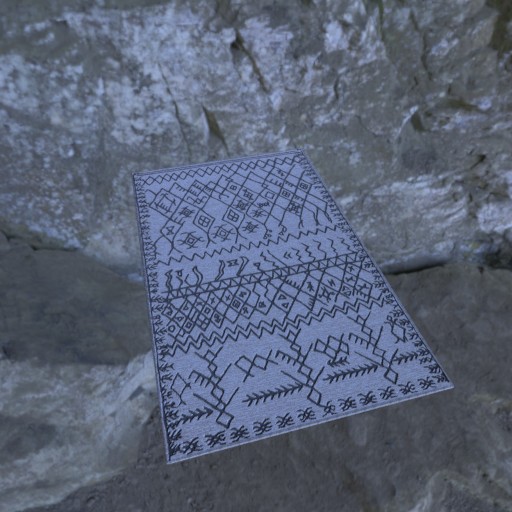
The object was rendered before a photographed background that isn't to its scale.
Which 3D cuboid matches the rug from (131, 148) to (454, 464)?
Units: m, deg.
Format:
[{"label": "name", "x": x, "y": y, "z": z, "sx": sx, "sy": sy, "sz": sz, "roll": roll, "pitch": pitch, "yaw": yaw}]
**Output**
[{"label": "rug", "x": 0.000, "y": 0.000, "z": 3.048, "sx": 1.526, "sy": 0.012, "sz": 2.444, "roll": -11, "pitch": 46, "yaw": -11}]
